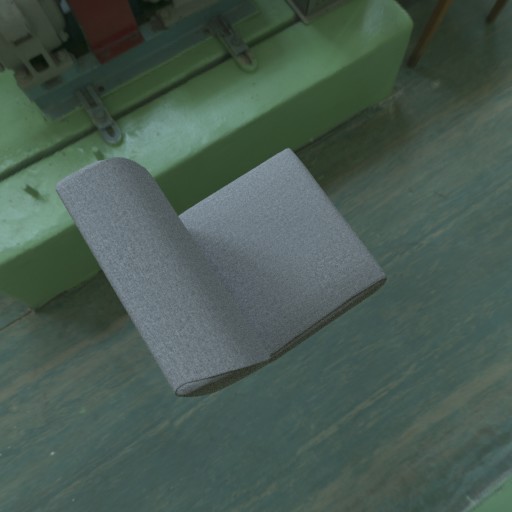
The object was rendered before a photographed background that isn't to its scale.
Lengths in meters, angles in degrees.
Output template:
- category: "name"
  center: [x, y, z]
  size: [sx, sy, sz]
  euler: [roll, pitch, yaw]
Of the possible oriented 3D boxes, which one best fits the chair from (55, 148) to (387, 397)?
- category: "chair"
  center: [0.000, 0.000, 1.171]
  size: [0.592, 0.804, 0.513]
  euler: [-34, 78, -9]
